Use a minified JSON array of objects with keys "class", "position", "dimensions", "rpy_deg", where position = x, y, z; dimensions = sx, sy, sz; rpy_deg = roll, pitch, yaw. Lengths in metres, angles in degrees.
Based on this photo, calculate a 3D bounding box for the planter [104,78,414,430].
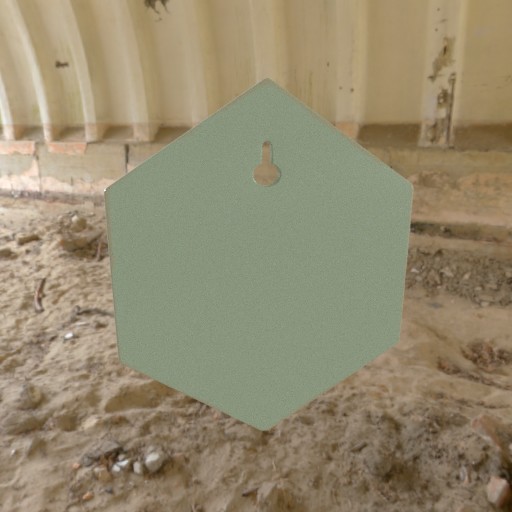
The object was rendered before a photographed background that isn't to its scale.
[{"class":"planter","position":[0.000,0.000,0.287],"dimensions":[0.169,0.207,0.078],"rpy_deg":[-2,15,-8]}]
